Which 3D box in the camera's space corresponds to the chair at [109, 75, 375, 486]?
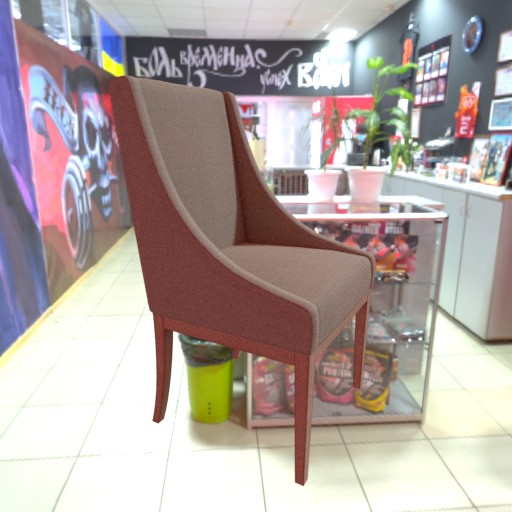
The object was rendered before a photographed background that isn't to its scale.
[{"bbox_3d":[0.000,0.000,1.370,0.611,1.021,0.575,8,17,27],"label":"chair"}]
